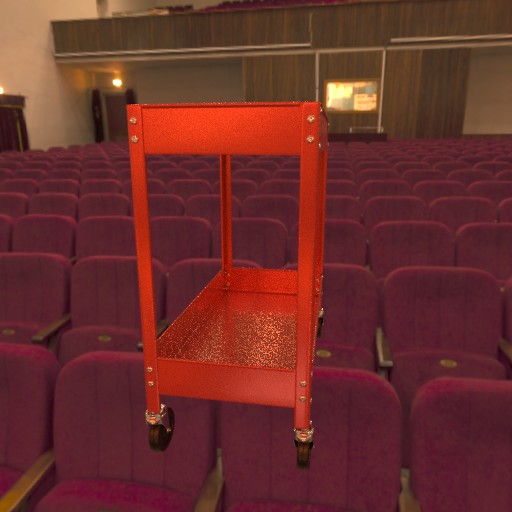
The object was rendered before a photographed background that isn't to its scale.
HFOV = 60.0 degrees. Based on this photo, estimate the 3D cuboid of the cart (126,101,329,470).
[{"bbox_3d":[0.000,0.000,1.191,0.366,0.719,0.779,3,15,10],"label":"cart"}]
